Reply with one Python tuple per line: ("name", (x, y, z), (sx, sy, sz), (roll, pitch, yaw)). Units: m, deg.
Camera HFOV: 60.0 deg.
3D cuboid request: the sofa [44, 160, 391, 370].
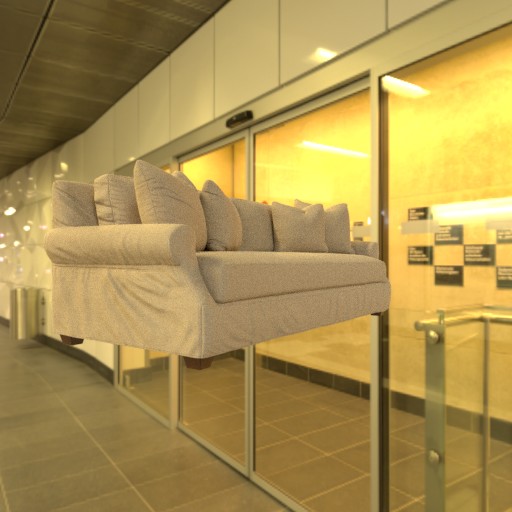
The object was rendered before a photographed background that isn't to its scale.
("sofa", (0.000, 0.000, 2.833), (1.067, 0.904, 2.285), (0, -1, 35))
